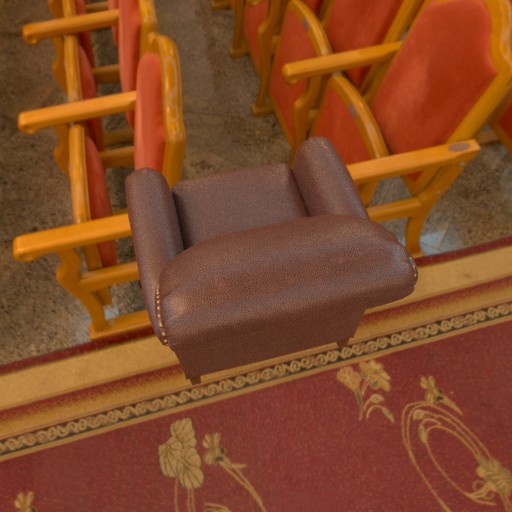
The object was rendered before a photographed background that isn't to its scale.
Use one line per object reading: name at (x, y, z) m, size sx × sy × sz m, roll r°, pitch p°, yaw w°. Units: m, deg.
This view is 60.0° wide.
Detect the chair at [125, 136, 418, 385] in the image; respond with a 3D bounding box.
chair at (0.000, 0.000, 1.660) m, size 0.854 × 0.927 × 0.890 m, roll -12°, pitch 58°, yaw -8°
